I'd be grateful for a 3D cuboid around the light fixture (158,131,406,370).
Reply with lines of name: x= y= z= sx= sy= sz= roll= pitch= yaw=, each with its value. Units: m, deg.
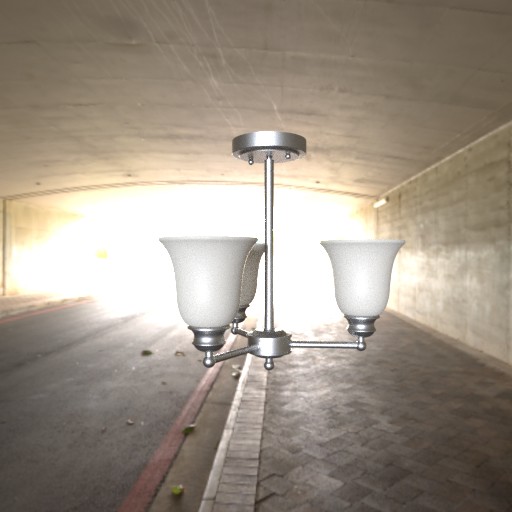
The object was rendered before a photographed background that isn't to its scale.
light fixture: x=0.000 y=0.000 z=0.688 sx=0.388 sy=0.370 sz=0.354 roll=0 pitch=0 yaw=35
